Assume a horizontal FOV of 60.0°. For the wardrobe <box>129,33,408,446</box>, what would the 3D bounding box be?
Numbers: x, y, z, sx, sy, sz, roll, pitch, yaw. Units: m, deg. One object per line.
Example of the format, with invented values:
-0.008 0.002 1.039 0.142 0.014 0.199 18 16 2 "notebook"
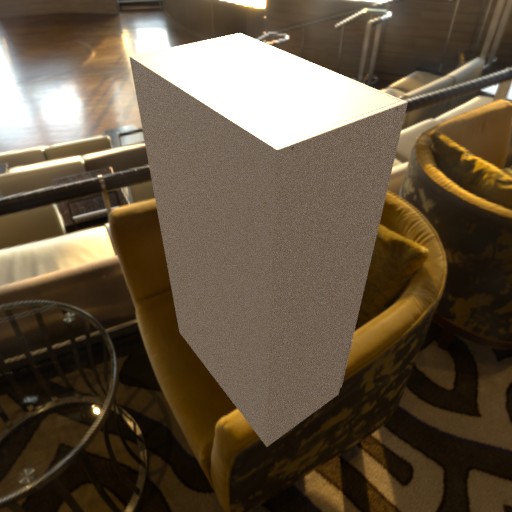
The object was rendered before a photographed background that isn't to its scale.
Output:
0.000 0.000 2.266 0.577 1.808 0.991 -26 48 -26 "wardrobe"
